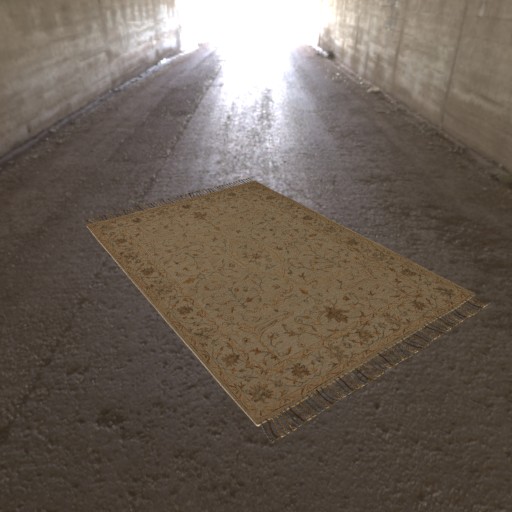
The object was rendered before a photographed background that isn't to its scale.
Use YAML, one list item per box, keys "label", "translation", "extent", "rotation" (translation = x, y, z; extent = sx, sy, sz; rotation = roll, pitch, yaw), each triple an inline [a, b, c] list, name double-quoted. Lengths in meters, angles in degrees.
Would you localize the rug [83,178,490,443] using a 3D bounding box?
- label: "rug"
  translation: [0.000, 0.000, 2.284]
  extent: [1.218, 0.017, 1.861]
  rotation: [-20, 36, -30]
